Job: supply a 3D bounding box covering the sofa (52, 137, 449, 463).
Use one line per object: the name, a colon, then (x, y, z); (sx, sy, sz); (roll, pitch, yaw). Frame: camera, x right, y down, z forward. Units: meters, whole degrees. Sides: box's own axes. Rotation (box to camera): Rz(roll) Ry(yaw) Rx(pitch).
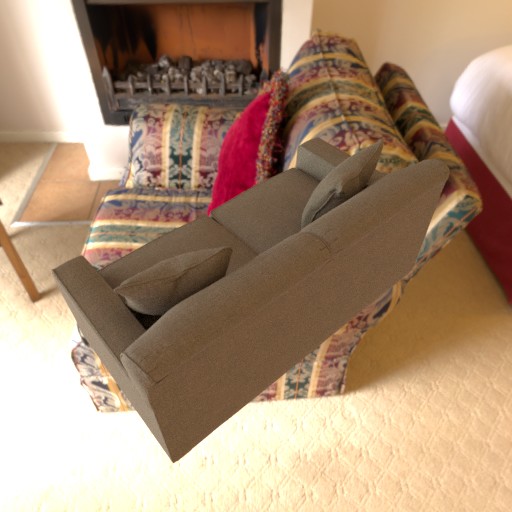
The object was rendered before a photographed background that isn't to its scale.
sofa: (0.000, 0.000, 2.416); (1.846, 0.958, 1.000); (-32, 54, -27)
